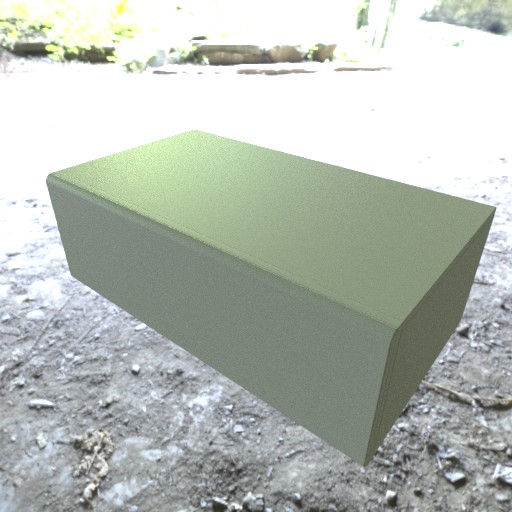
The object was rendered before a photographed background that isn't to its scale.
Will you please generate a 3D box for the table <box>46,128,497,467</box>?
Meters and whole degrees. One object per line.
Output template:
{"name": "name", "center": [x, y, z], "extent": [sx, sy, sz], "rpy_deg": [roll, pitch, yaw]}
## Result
{"name": "table", "center": [0.000, 0.000, 1.341], "extent": [1.097, 0.442, 0.639], "rpy_deg": [23, 39, 32]}
